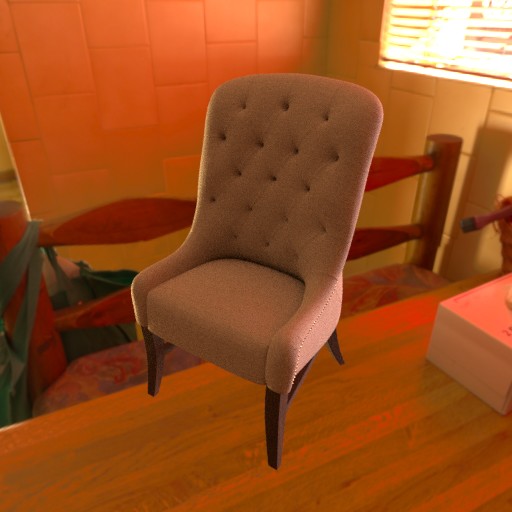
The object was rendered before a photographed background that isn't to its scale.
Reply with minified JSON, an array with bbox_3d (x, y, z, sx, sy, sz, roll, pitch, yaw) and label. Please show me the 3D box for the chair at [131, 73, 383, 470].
[{"bbox_3d":[0.000,0.000,1.500,0.634,1.091,0.629,18,34,29],"label":"chair"}]
